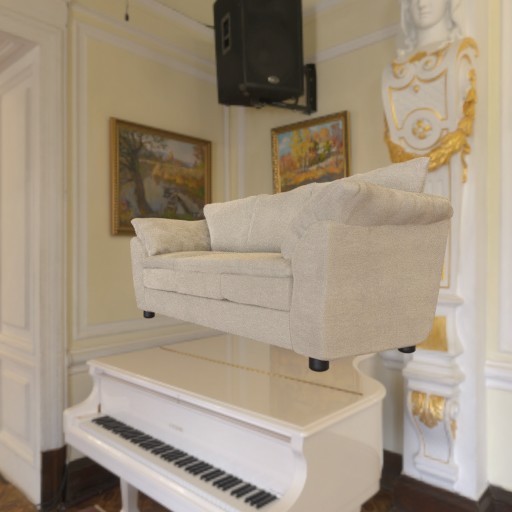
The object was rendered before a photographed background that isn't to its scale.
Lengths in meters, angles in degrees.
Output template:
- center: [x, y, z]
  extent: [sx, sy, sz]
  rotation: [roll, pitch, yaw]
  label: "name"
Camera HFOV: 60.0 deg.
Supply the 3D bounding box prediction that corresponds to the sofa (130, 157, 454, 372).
- center: [0.000, 0.000, 2.875]
  extent: [0.893, 0.981, 2.377]
  rotation: [0, 0, -35]
  label: "sofa"
